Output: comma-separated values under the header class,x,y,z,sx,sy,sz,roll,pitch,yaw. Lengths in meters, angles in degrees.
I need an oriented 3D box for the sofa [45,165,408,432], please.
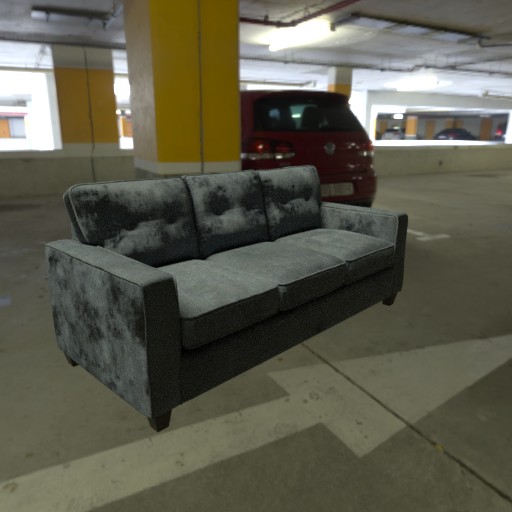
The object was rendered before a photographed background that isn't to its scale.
class,x,y,z,sx,sy,sz,roll,pitch,yaw
sofa,0.000,0.000,2.677,0.939,0.965,2.133,15,21,42
